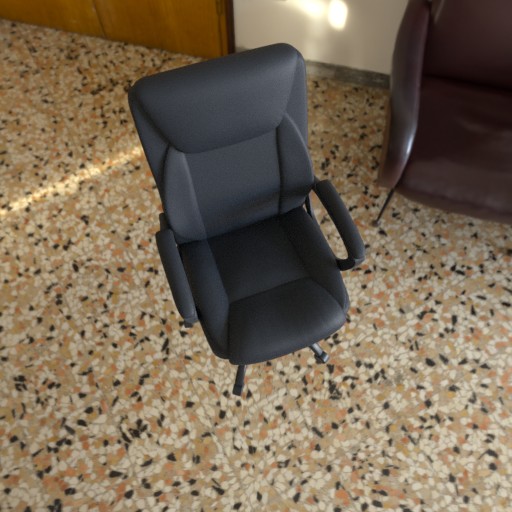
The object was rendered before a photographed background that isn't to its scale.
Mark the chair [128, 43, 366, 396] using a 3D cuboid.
[{"bbox_3d":[0.000,0.000,1.437,0.615,1.072,0.655,-18,65,-9],"label":"chair"}]
